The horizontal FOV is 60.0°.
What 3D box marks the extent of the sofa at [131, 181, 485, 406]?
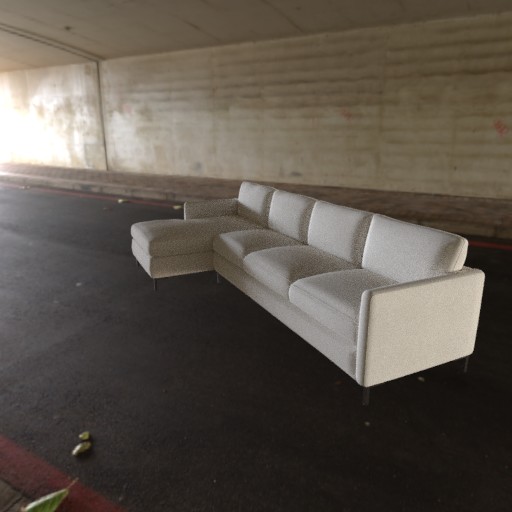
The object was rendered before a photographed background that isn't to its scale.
[{"bbox_3d":[0.000,0.000,3.676,1.467,0.875,3.186,-8,18,-25],"label":"sofa"}]
